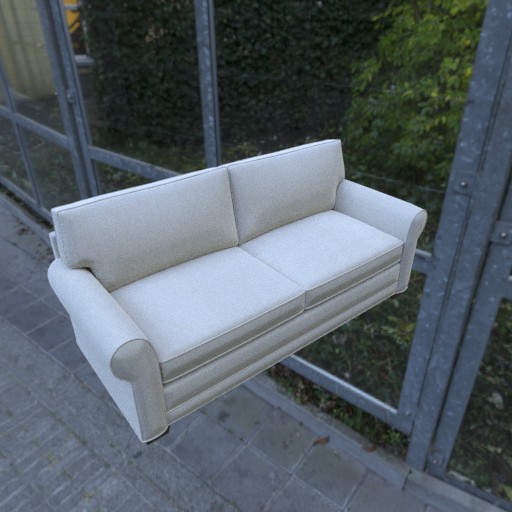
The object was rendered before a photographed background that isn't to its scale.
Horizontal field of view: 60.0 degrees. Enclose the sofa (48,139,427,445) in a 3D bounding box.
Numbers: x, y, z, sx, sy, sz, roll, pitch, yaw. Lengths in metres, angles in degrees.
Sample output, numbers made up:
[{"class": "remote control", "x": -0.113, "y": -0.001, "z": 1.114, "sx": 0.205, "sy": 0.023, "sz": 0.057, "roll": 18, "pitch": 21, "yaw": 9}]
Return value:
[{"class": "sofa", "x": 0.000, "y": 0.000, "z": 2.629, "sx": 2.146, "sy": 0.962, "sz": 0.901, "roll": -22, "pitch": 37, "yaw": -32}]
